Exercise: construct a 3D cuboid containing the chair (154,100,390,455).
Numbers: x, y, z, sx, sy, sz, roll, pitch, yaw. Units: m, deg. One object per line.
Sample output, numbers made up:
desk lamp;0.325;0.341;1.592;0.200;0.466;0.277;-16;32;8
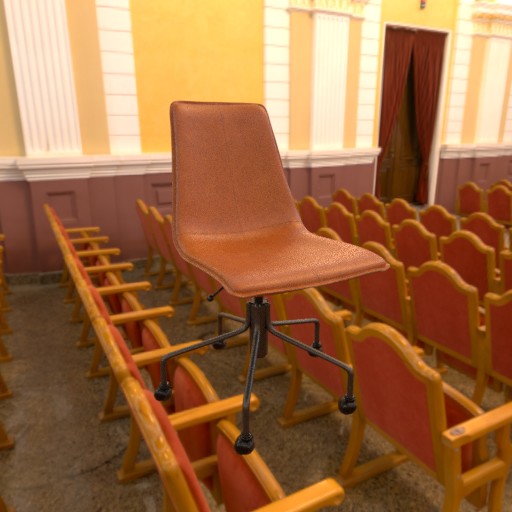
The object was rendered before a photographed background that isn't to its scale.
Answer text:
chair;0.000;0.000;1.360;0.651;0.920;0.660;-9;18;-27
